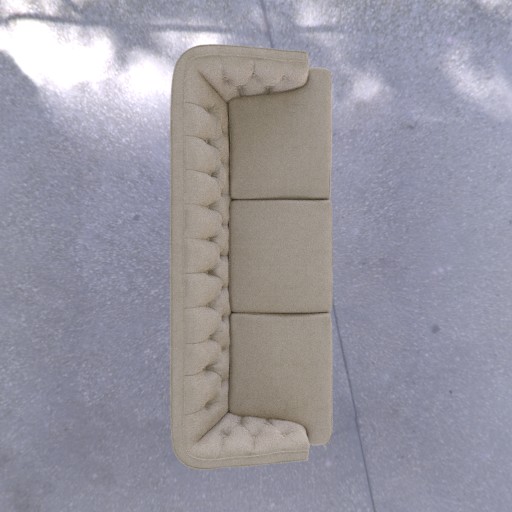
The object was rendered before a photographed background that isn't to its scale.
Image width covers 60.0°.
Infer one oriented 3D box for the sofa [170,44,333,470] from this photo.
[{"bbox_3d":[0.000,0.000,2.656,0.913,0.788,2.235,0,90,-1],"label":"sofa"}]
